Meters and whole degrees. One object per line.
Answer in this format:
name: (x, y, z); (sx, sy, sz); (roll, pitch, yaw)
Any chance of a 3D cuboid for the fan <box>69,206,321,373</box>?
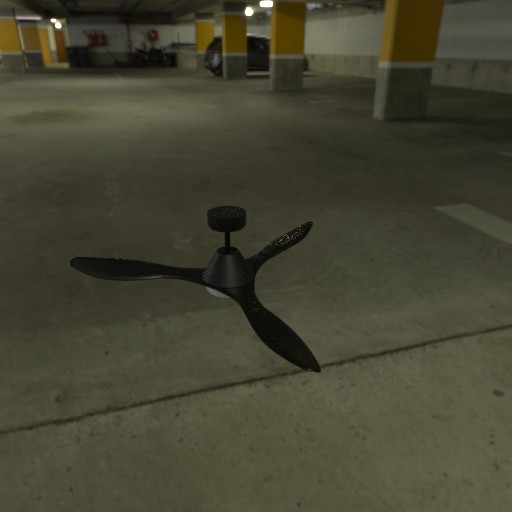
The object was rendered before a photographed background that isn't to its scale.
fan: (0.000, 0.000, 1.607); (1.067, 0.305, 1.067); (-17, 30, -32)
